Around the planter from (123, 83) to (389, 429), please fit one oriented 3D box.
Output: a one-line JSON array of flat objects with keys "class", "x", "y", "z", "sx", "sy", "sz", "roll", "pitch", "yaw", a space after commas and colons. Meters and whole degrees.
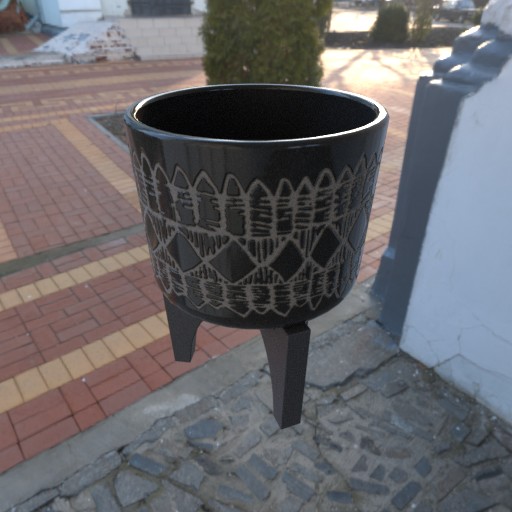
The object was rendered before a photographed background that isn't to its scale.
[{"class": "planter", "x": 0.000, "y": 0.000, "z": 0.402, "sx": 0.196, "sy": 0.264, "sz": 0.196, "roll": -11, "pitch": 33, "yaw": -18}]
